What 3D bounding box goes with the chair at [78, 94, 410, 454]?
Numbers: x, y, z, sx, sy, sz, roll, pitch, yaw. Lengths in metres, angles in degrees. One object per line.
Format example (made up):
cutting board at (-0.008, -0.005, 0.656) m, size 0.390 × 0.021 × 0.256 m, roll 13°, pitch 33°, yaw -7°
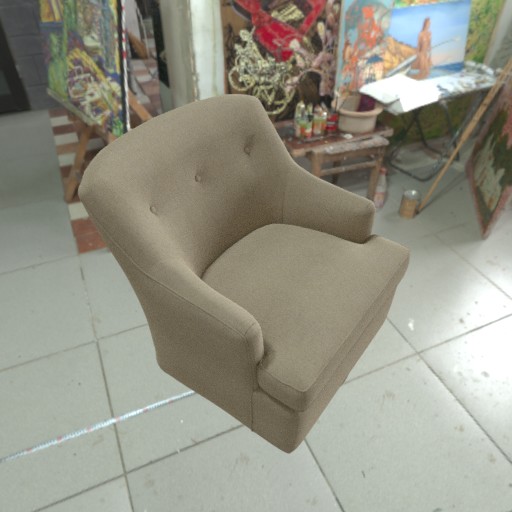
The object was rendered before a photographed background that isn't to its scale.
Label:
chair at (0.000, 0.000, 1.635) m, size 0.923 × 0.856 × 0.864 m, roll 26°, pitch 48°, yaw 27°
